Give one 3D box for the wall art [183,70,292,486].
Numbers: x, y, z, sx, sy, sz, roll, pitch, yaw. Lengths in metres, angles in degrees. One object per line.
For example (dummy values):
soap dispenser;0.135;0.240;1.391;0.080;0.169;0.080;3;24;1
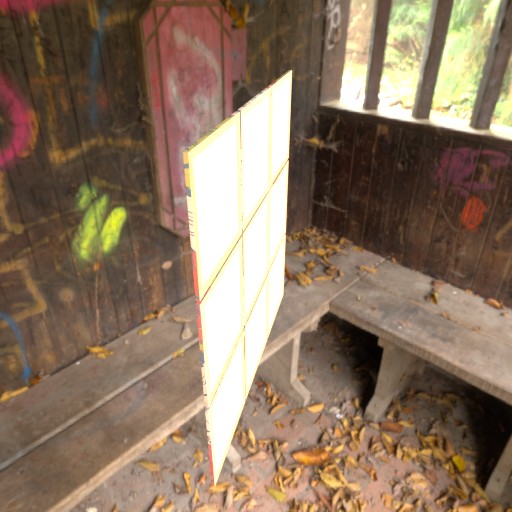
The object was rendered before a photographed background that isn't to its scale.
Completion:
wall art;0.000;0.000;1.772;0.013;1.218;1.206;8;32;13
